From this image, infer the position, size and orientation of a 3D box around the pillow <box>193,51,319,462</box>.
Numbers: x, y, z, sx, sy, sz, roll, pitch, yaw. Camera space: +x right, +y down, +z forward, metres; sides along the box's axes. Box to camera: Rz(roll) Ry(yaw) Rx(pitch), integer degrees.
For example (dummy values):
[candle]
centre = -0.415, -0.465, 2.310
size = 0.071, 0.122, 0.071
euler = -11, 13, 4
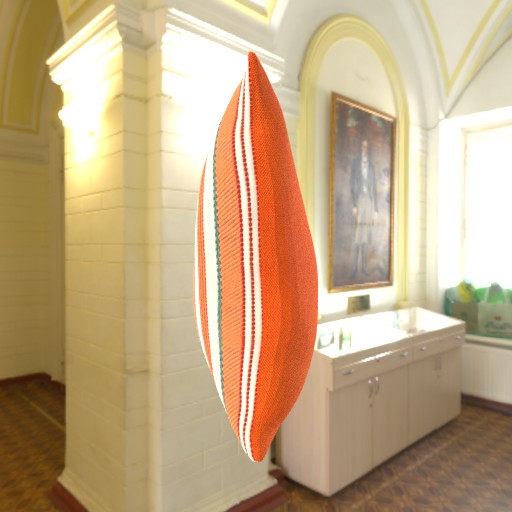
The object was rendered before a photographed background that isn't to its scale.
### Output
[pillow]
centre = 0.000, 0.000, 0.673
size = 0.182, 0.441, 0.440
euler = 0, 1, 2
